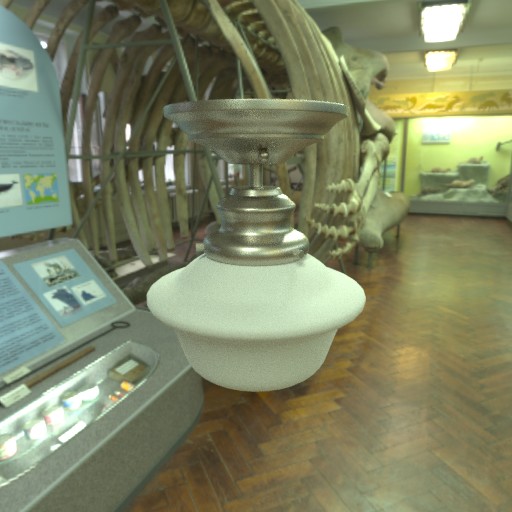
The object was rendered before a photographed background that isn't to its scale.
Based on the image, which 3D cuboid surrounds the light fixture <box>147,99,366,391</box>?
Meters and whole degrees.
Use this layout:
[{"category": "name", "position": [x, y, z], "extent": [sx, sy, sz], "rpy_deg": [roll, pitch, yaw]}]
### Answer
[{"category": "light fixture", "position": [0.000, 0.000, 0.401], "extent": [0.199, 0.254, 0.199], "rpy_deg": [0, 13, 0]}]
